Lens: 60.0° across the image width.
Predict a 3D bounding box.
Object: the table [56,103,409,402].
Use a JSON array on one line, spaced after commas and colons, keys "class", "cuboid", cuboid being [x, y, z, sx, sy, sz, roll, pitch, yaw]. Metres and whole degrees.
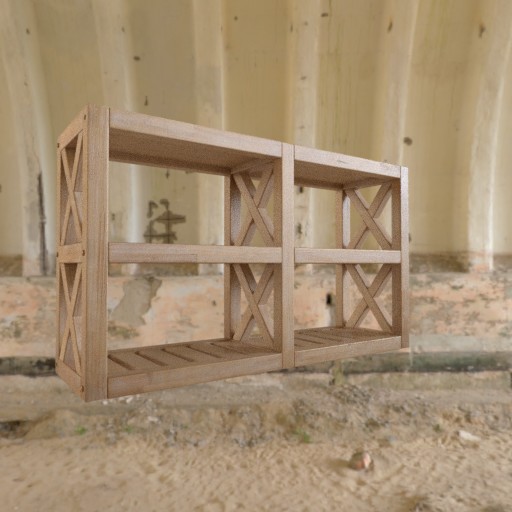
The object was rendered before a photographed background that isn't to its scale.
[{"class": "table", "cuboid": [0.000, 0.000, 1.652, 1.320, 0.762, 0.381, 1, -1, -35]}]
